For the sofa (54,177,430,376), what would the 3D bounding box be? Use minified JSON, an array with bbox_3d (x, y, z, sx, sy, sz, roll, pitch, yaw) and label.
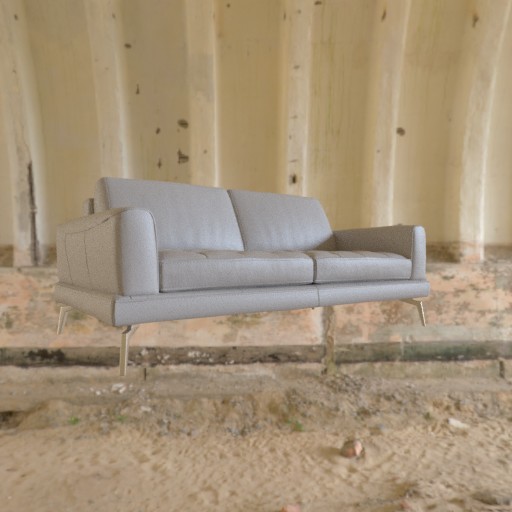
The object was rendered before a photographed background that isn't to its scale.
[{"bbox_3d":[0.000,0.000,2.779,2.177,0.930,1.121,0,0,-36],"label":"sofa"}]
